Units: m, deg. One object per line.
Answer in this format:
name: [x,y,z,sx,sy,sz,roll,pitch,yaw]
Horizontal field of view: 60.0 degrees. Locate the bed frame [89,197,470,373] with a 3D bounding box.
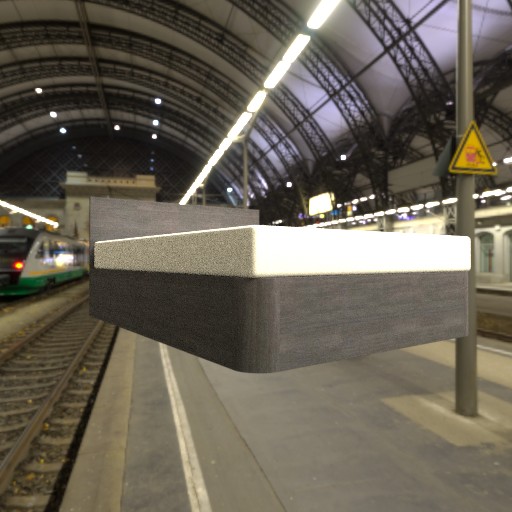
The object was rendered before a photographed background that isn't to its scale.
bed frame: [0.000,0.000,2.619,1.400,0.800,1.900,0,0,-36]
